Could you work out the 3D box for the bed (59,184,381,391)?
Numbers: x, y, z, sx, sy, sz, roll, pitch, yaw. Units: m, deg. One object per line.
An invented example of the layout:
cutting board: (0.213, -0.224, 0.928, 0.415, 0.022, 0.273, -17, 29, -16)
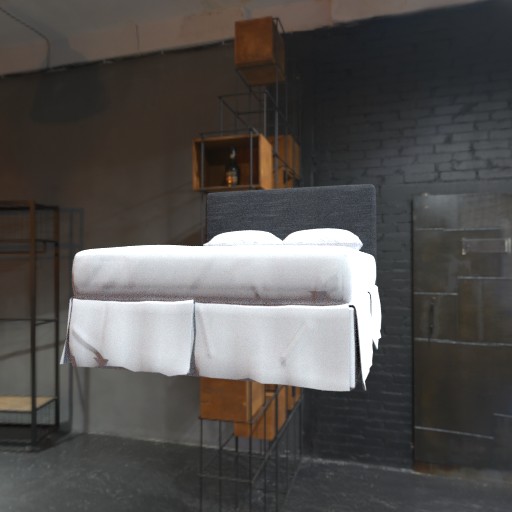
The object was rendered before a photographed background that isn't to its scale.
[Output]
bed: (0.000, 0.000, 3.259, 1.723, 1.330, 2.142, 0, -1, 18)
